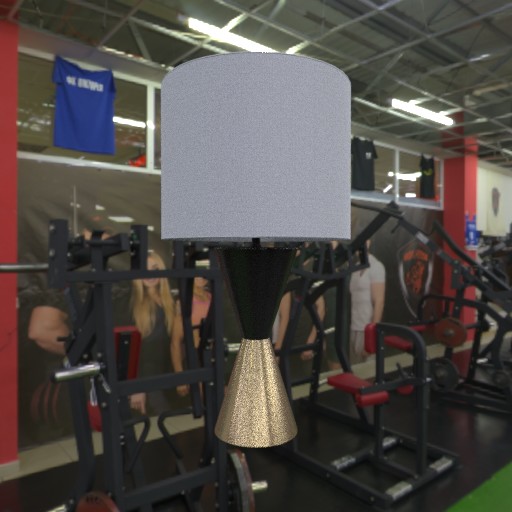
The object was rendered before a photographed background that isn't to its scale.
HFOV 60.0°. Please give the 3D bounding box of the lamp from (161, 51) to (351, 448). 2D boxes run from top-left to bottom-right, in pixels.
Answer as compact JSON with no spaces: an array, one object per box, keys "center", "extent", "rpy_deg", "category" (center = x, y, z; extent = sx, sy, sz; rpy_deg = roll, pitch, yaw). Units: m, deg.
[{"center":[0.000,0.000,0.729],"extent":[0.304,0.573,0.304],"rpy_deg":[-1,1,-37],"category":"lamp"}]
